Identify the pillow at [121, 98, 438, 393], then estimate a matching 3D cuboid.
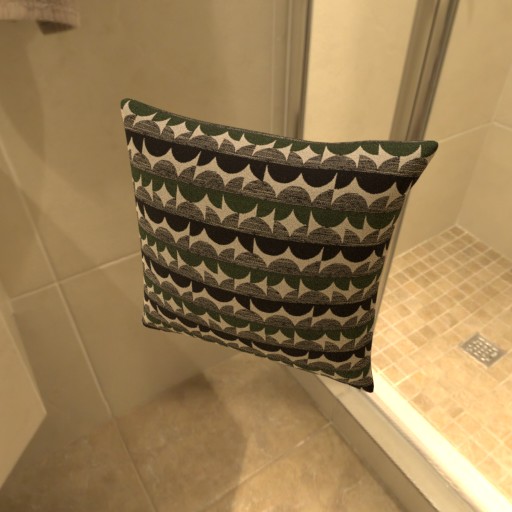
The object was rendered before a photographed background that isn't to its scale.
[{"bbox_3d":[0.000,0.000,0.656,0.419,0.404,0.180,13,42,15],"label":"pillow"}]
